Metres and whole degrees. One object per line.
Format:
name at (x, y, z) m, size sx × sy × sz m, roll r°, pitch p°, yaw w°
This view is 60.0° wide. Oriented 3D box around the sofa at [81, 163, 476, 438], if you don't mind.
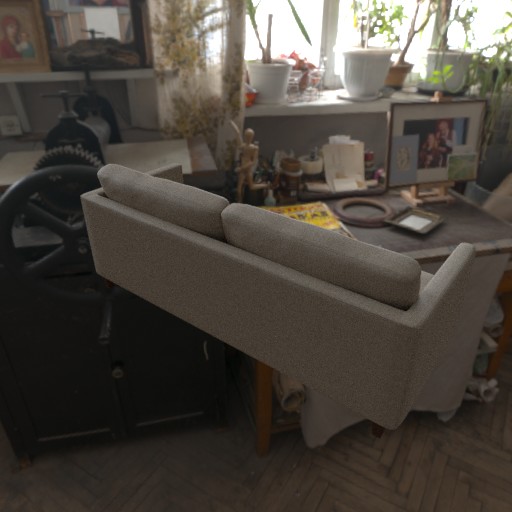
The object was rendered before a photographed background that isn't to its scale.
sofa at (0.000, 0.000, 2.911) m, size 2.434 × 0.965 × 0.951 m, roll 21°, pitch 36°, yaw 32°
